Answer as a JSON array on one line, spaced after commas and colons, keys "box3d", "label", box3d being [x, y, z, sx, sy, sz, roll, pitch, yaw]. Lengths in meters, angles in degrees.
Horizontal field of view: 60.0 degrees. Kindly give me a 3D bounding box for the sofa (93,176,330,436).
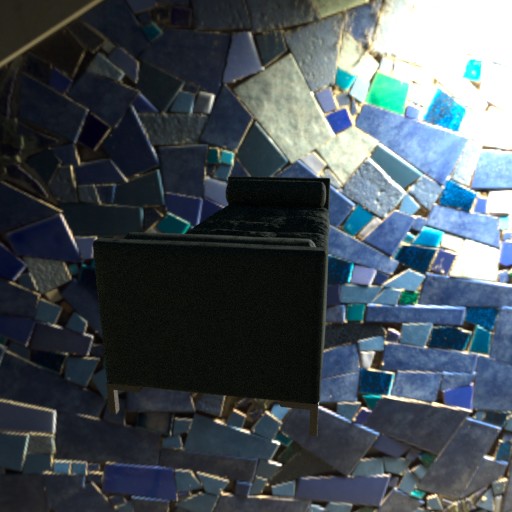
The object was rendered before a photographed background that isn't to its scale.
[{"box3d": [0.000, 0.000, 2.471, 0.797, 0.657, 2.102, 3, 16, 9], "label": "sofa"}]
